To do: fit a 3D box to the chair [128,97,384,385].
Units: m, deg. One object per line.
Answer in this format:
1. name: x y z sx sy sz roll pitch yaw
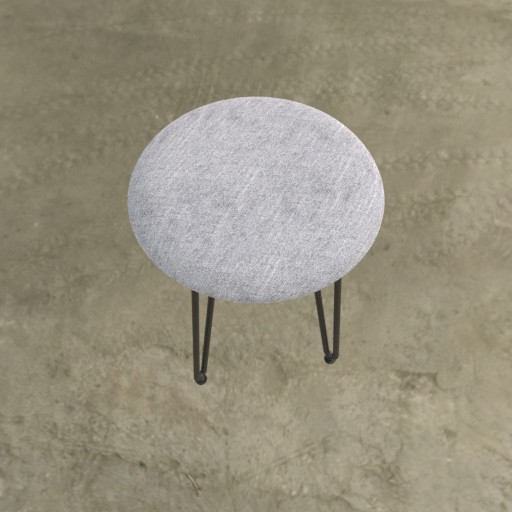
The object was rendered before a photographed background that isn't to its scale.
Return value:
1. chair: 0.000 0.000 0.675 0.350 0.386 0.350 32 63 18
